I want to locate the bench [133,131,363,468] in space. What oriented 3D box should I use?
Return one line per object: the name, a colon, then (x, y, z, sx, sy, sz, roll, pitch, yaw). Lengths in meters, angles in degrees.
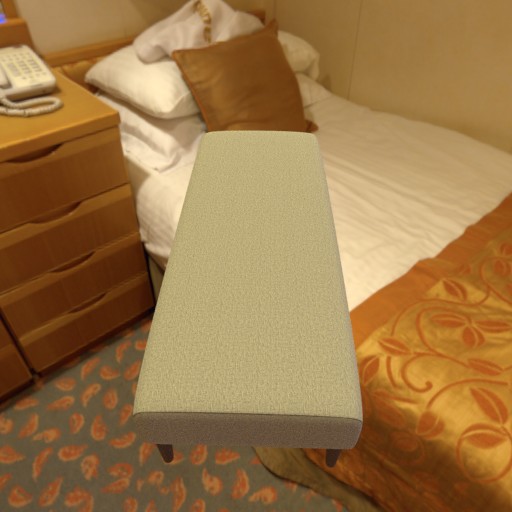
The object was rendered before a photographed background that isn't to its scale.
bench: (0.000, 0.000, 1.823, 0.631, 0.383, 1.598, 1, 41, 1)
